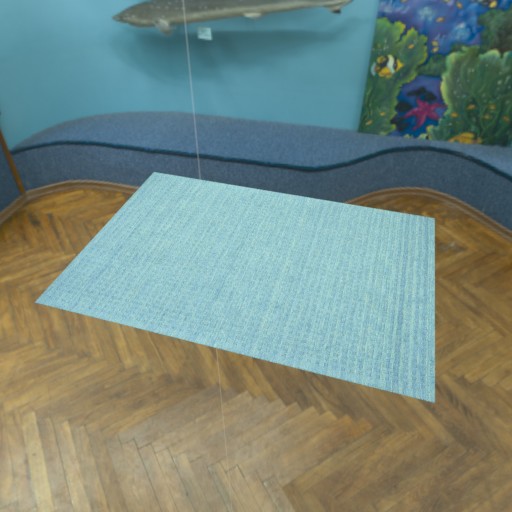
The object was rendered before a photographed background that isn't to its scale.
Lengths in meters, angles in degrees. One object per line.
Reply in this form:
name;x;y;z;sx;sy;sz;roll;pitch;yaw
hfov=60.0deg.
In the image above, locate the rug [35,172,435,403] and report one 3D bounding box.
rug;0.000;0.000;3.751;2.895;0.006;1.982;11;43;13
